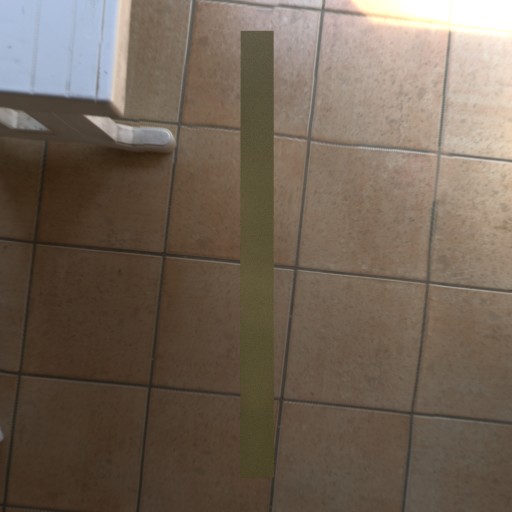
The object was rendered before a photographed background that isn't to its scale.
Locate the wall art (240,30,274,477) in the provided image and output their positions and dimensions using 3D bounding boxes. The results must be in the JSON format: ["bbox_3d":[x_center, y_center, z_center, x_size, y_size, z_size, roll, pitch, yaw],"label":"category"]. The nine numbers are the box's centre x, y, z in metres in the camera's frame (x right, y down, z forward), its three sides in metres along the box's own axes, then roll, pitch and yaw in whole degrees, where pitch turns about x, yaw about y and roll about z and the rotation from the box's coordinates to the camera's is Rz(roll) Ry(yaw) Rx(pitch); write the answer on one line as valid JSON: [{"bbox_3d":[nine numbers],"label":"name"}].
[{"bbox_3d":[0.000,0.000,0.757,0.038,0.508,0.507,0,89,0],"label":"wall art"}]
